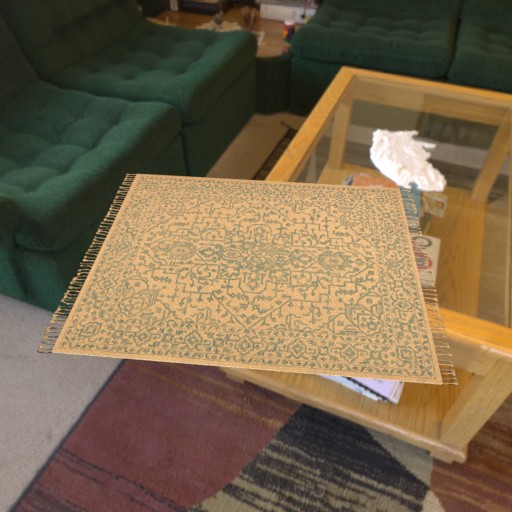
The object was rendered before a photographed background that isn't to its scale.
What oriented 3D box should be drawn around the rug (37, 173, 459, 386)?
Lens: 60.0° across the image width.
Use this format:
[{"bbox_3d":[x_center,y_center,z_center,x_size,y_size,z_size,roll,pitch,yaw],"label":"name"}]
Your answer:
[{"bbox_3d":[0.000,0.000,4.282,3.327,0.010,2.464,4,46,4],"label":"rug"}]
